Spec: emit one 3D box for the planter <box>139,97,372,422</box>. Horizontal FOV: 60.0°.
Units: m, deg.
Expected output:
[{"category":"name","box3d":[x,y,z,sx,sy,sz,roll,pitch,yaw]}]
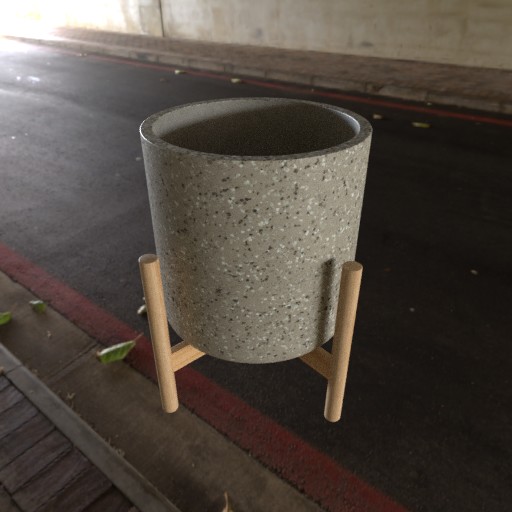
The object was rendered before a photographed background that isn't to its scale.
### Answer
[{"category":"planter","box3d":[0.000,0.000,0.701,0.360,0.419,0.360,-10,33,-16]}]
